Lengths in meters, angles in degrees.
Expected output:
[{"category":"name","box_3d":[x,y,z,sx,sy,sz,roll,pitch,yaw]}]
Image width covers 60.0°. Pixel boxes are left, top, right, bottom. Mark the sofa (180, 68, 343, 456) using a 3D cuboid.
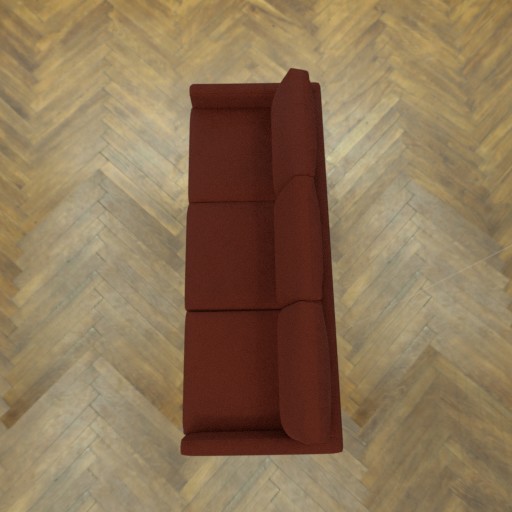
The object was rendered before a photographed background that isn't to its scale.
[{"category":"sofa","box_3d":[0.000,0.000,2.751,0.875,0.879,2.252,-1,75,0]}]
